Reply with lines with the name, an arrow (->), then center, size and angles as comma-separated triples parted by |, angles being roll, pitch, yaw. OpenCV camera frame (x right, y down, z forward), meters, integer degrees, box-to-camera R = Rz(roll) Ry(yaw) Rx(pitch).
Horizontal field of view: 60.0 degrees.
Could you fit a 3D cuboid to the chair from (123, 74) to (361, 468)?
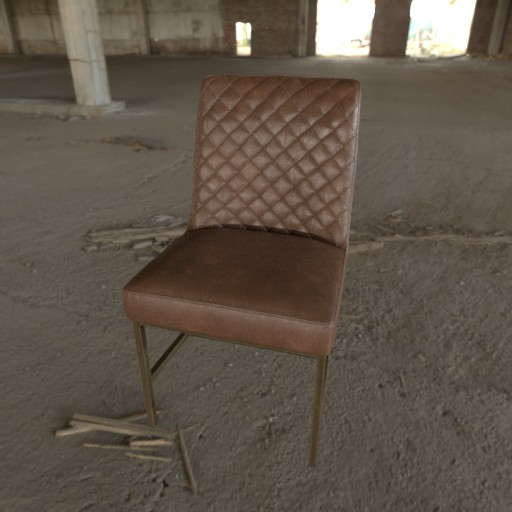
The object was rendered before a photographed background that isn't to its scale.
chair -> 0.000, 0.000, 1.229 | 0.508, 0.889, 0.587 | 8, 28, 14
